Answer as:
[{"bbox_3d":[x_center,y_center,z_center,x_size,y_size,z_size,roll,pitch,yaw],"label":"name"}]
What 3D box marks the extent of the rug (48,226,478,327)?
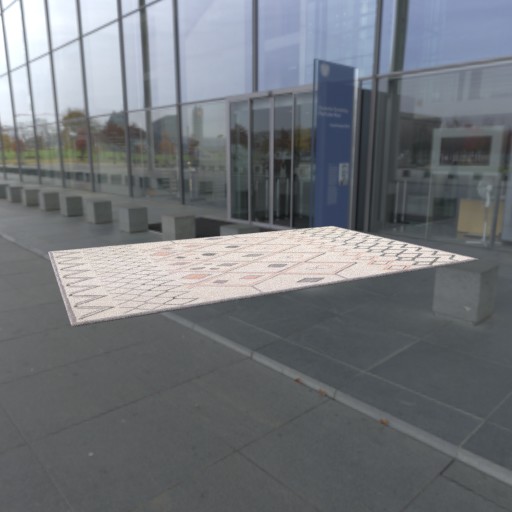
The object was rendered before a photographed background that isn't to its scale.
[{"bbox_3d":[0.000,0.000,2.954,2.438,0.015,1.524,-7,14,-27],"label":"rug"}]
